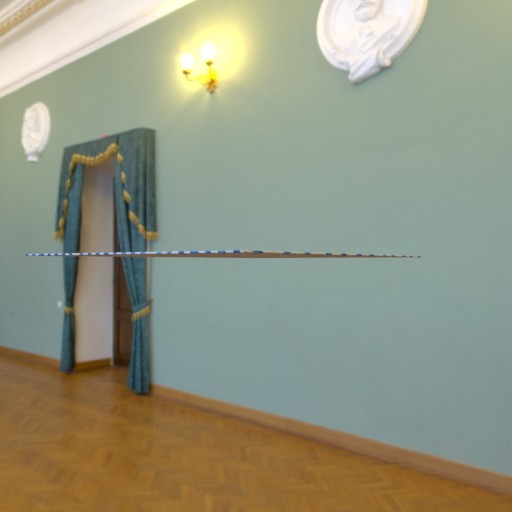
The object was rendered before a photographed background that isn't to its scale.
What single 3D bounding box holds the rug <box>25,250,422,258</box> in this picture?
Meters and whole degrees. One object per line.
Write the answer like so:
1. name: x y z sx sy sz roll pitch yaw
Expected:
1. rug: 0.000 0.000 2.360 1.225 0.008 1.830 0 -1 36
